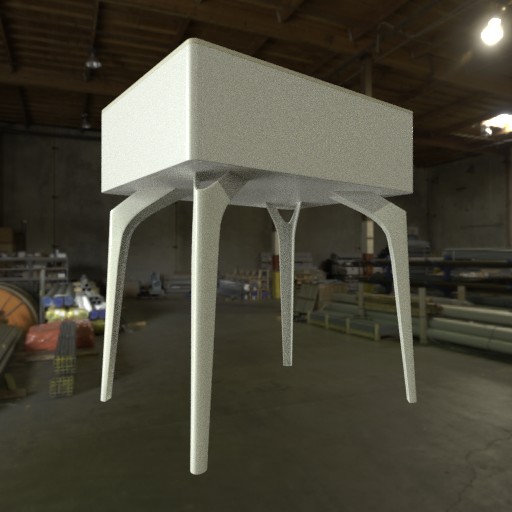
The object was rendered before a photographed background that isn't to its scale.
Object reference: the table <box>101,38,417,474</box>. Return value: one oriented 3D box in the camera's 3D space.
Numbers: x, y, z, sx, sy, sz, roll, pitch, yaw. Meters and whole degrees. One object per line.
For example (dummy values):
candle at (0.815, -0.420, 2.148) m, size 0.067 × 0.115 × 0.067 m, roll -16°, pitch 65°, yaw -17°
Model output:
table at (0.000, 0.000, 0.881) m, size 0.500 × 0.570 × 0.400 m, roll 0°, pitch 0°, yaw -37°
